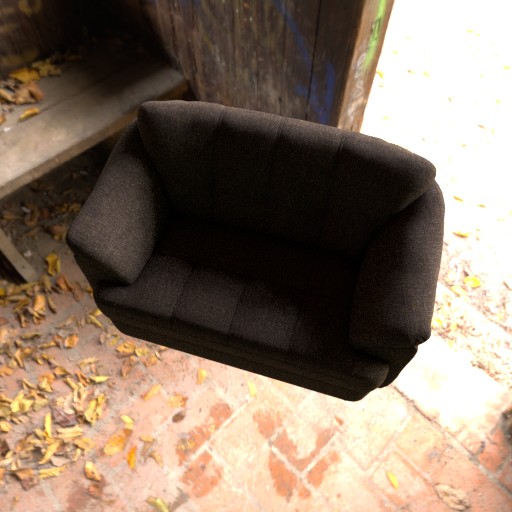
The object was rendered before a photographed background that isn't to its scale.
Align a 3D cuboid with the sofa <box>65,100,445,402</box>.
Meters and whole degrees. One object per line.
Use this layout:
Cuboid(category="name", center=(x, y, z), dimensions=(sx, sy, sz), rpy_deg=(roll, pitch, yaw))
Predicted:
Cuboid(category="sofa", center=(0.000, 0.000, 1.912), dimensions=(1.404, 0.895, 0.799), rpy_deg=(14, 59, 9))
